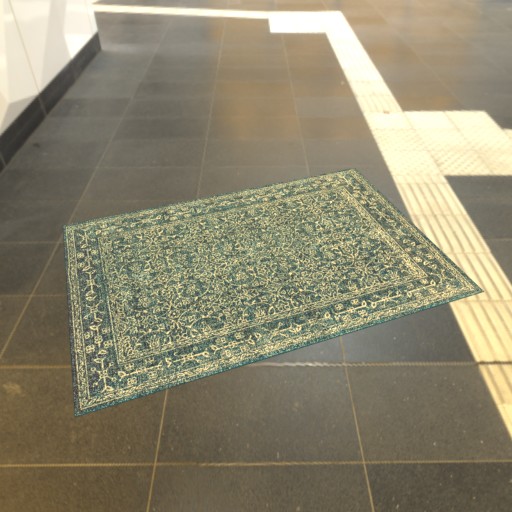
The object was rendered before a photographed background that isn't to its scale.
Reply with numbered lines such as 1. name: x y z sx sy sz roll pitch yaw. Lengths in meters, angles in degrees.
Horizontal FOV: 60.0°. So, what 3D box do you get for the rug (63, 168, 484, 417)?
1. rug: 0.000 0.000 2.241 1.819 0.005 1.200 -14 43 -15
